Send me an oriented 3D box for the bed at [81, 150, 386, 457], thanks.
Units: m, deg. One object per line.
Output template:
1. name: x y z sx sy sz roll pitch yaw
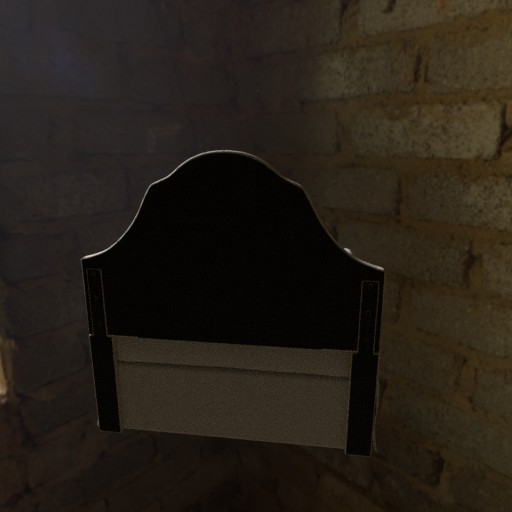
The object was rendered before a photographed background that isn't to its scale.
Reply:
1. bed: 0.000 0.000 3.230 1.627 1.575 2.092 2 16 8
